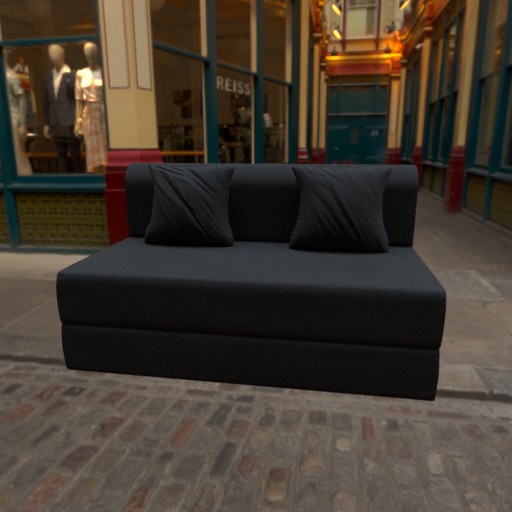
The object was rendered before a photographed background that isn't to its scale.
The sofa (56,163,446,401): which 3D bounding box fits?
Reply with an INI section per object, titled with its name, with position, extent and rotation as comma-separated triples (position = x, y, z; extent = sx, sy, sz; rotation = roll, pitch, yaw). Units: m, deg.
[sofa]
position = 0.000, 0.000, 1.706
extent = 1.225, 0.670, 0.762
rotation = 2, 15, 9
